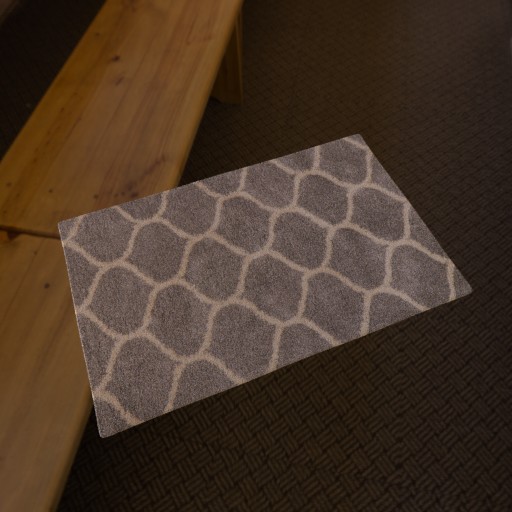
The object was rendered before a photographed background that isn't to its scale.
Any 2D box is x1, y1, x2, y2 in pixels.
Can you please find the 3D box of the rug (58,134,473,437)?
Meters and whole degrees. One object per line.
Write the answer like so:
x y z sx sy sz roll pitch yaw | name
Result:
0.000 0.000 2.918 2.348 0.025 1.501 -19 60 -11 | rug
